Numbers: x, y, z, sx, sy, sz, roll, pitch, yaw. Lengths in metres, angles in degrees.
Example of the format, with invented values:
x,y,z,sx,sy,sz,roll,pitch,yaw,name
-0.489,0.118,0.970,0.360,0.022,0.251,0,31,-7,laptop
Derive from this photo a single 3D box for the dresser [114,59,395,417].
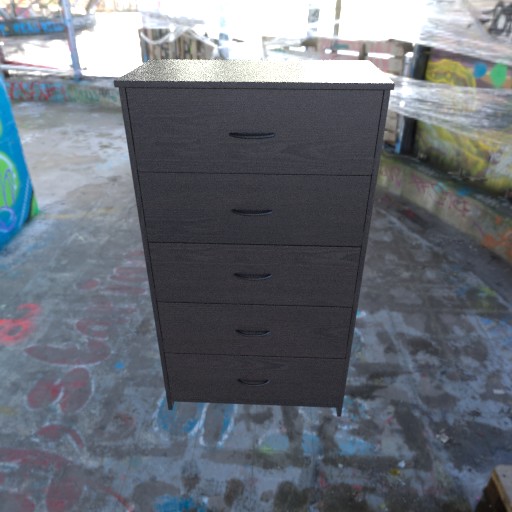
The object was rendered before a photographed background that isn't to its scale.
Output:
x,y,z,sx,sy,sz,roll,pitch,yaw,name
0.000,0.000,1.596,0.704,1.254,0.418,1,32,2,dresser
